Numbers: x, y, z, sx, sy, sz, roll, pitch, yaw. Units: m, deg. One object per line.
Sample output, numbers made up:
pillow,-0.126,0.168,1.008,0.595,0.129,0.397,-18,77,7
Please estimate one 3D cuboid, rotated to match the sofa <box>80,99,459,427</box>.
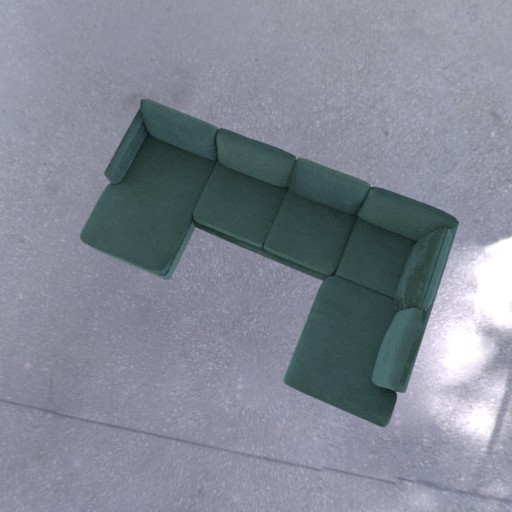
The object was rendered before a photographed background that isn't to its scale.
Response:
sofa,0.000,0.000,4.395,3.434,0.992,2.055,22,77,6
